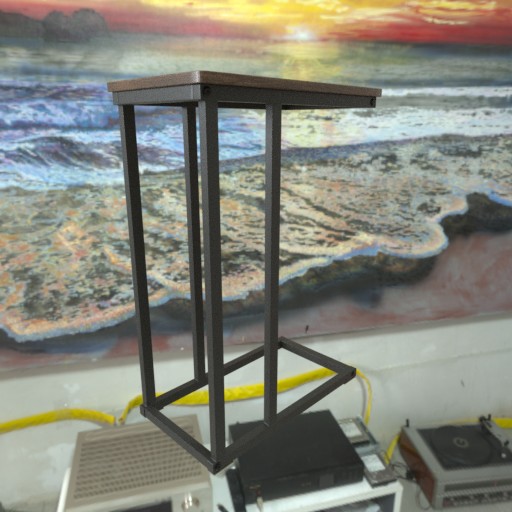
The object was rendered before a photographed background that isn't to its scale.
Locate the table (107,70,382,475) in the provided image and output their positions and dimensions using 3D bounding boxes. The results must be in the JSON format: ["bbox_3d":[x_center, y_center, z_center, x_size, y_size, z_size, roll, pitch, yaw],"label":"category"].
[{"bbox_3d":[0.000,0.000,0.887,0.450,0.637,0.254,-16,23,-43],"label":"table"}]
